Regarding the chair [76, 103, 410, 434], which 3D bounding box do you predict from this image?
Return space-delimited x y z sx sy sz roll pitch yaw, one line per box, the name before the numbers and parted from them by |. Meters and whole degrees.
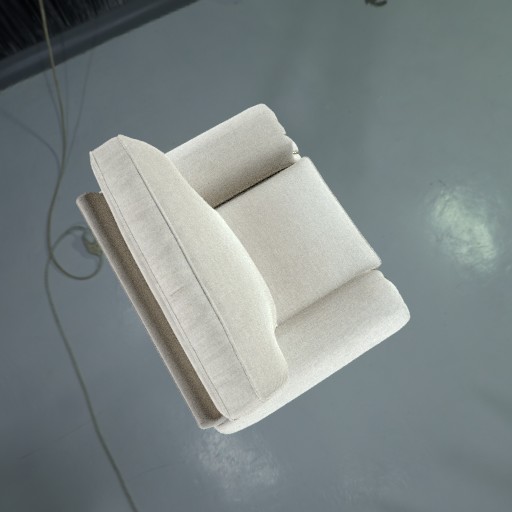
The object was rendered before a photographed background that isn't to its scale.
chair | 0.000 0.000 1.828 0.965 0.961 1.092 -31 78 -7
